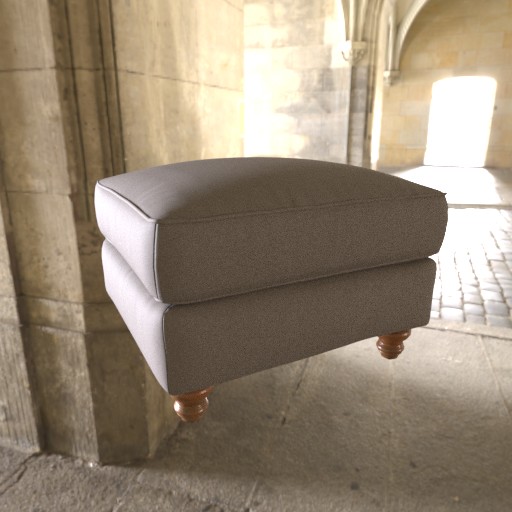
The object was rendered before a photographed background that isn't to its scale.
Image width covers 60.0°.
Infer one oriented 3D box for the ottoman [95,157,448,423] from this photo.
[{"bbox_3d":[0.000,0.000,1.179,0.721,0.505,0.662,-9,19,-26],"label":"ottoman"}]
